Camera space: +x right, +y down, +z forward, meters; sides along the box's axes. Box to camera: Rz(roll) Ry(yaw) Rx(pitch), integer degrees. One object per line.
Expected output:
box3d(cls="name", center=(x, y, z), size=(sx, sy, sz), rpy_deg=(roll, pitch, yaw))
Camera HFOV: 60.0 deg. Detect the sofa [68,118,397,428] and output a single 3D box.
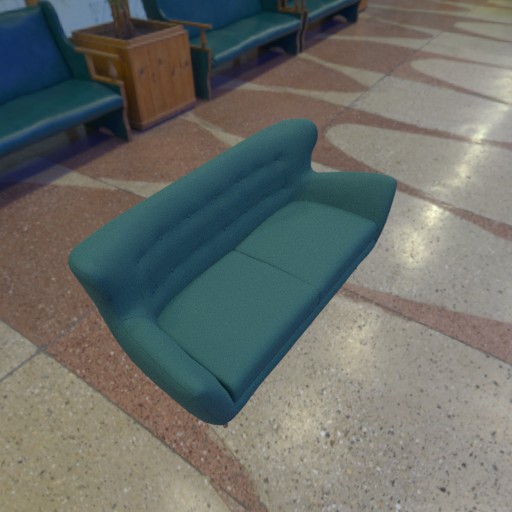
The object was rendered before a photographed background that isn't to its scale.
box3d(cls="sofa", center=(0.000, 0.000, 2.517), size=(0.889, 0.890, 1.930), rpy_deg=(25, 46, 26))
